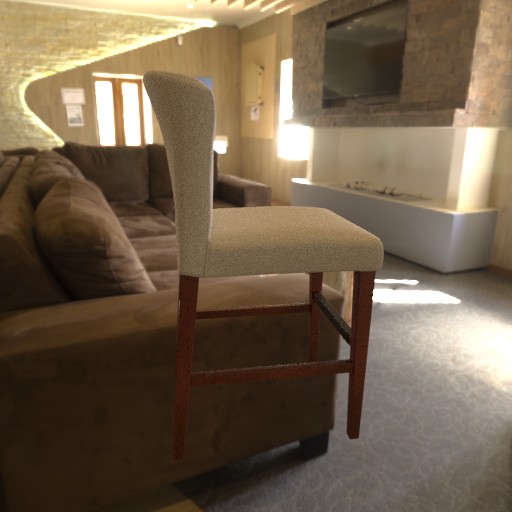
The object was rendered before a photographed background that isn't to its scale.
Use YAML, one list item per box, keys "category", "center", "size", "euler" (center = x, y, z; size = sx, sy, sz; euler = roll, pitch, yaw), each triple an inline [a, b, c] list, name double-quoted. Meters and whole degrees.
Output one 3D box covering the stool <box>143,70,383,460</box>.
- category: "stool"
  center: [0.000, 0.000, 1.275]
  size: [0.568, 0.968, 0.479]
  euler: [-3, 16, -9]
